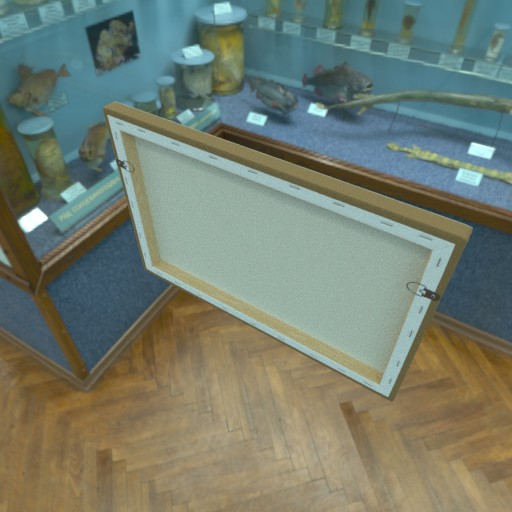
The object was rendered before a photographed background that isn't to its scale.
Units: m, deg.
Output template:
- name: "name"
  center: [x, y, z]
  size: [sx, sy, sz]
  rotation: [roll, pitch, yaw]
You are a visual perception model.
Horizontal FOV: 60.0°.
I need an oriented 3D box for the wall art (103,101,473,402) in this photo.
- name: "wall art"
  center: [0.000, 0.000, 0.491]
  size: [0.380, 0.254, 0.019]
  rotation: [25, 50, 23]
